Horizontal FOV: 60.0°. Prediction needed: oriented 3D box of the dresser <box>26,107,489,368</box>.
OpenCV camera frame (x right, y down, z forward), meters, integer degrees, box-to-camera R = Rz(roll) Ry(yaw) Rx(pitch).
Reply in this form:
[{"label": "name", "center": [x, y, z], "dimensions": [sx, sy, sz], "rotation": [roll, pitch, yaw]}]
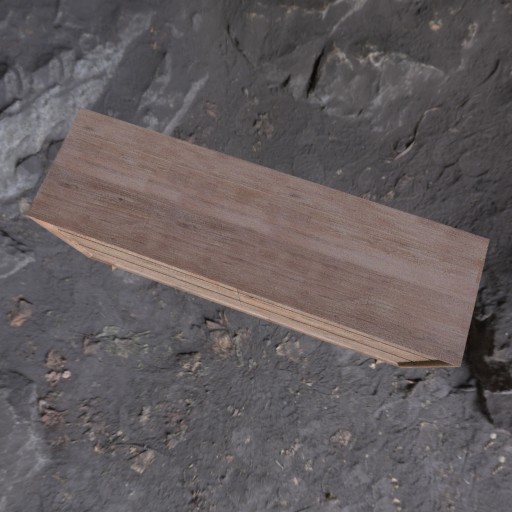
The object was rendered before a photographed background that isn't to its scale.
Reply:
[{"label": "dresser", "center": [0.000, 0.000, 1.934], "dimensions": [1.554, 0.805, 0.455], "rotation": [19, 76, 5]}]
